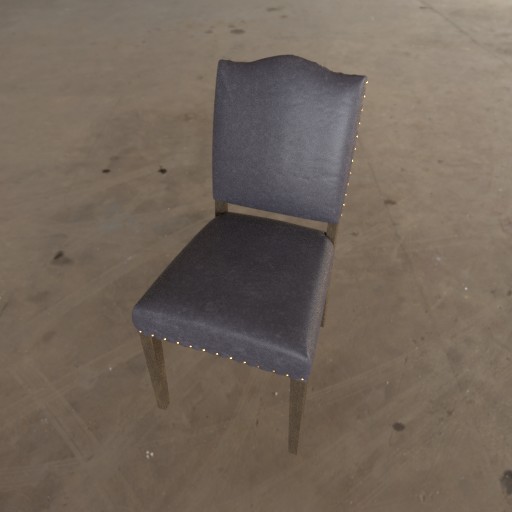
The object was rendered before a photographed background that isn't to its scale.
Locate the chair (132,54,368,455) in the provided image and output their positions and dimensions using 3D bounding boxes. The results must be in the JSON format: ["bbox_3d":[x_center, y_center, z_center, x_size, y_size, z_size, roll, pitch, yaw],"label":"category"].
[{"bbox_3d":[0.000,0.000,1.328,0.500,0.991,0.633,13,42,15],"label":"chair"}]
